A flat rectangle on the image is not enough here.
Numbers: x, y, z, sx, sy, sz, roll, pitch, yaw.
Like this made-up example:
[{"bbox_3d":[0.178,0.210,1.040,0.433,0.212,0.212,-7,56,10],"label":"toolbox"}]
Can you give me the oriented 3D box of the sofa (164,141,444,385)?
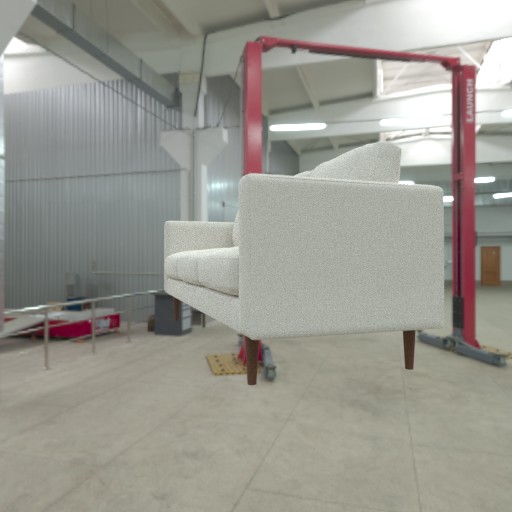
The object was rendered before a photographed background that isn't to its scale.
[{"bbox_3d":[0.000,0.000,2.466,0.802,0.912,2.029,0,0,-19],"label":"sofa"}]
